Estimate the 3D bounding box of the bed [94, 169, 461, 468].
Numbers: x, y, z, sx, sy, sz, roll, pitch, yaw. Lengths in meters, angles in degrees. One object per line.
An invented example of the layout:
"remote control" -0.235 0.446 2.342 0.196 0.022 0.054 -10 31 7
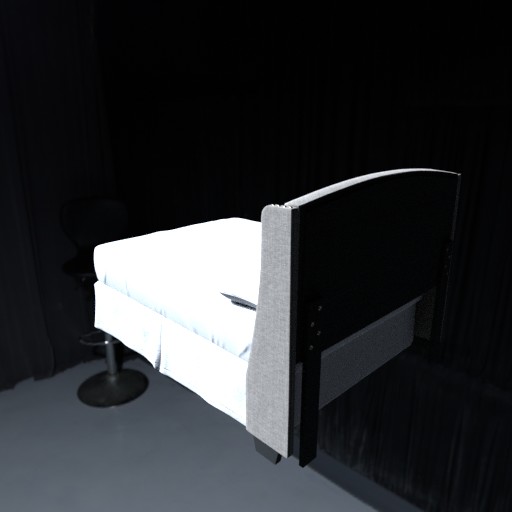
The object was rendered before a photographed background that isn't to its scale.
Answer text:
"bed" 0.000 0.000 3.292 1.710 1.407 2.237 -16 23 -42
